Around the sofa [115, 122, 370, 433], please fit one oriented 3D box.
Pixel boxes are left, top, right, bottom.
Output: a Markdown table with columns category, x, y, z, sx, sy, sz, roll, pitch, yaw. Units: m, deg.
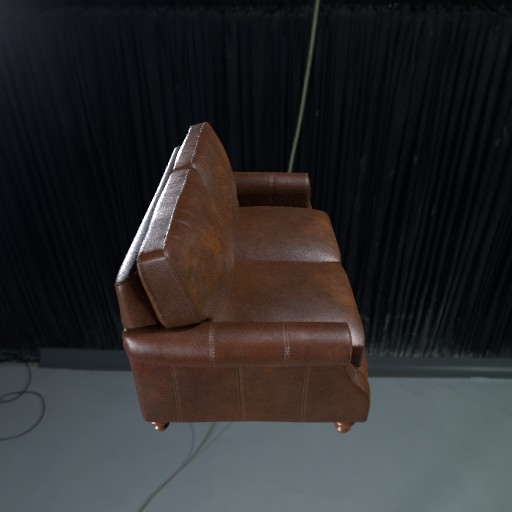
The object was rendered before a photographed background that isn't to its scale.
| category | x | y | z | sx | sy | sz | roll | pitch | yaw |
| --- | --- | --- | --- | --- | --- | --- | --- | --- | --- |
| sofa | 0.000 | 0.000 | 2.269 | 0.990 | 0.976 | 1.616 | 0 | 32 | 0 |
